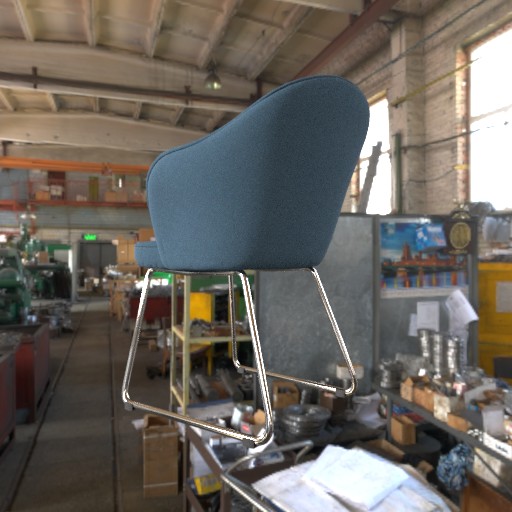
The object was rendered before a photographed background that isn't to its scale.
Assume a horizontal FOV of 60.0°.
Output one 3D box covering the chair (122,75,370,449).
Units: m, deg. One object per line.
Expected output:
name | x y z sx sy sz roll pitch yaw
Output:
chair | 0.000 0.000 1.214 0.585 0.815 0.570 0 1 38
